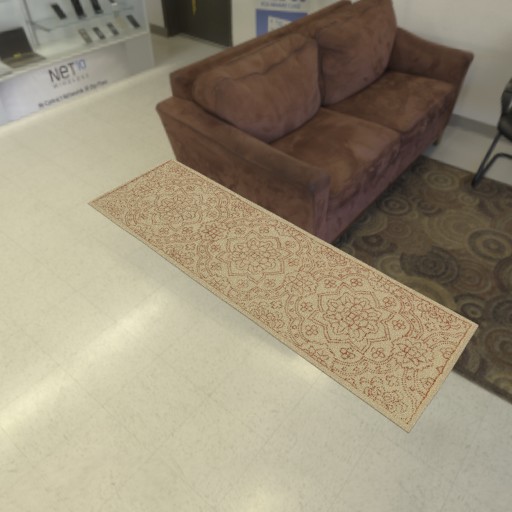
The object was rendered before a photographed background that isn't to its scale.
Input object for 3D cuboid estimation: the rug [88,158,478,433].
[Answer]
[{"bbox_3d":[0.000,0.000,2.690,2.448,0.012,0.769,32,53,28],"label":"rug"}]
